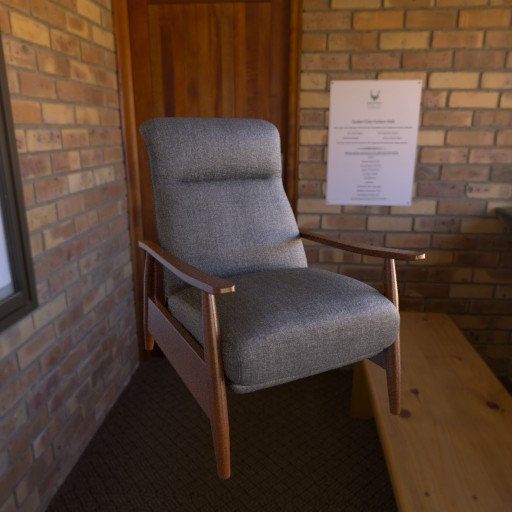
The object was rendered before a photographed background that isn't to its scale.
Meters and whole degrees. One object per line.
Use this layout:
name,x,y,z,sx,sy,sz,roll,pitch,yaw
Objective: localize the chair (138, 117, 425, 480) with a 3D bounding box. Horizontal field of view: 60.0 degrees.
chair,0.000,0.000,1.779,0.762,1.082,1.030,-8,18,-26
